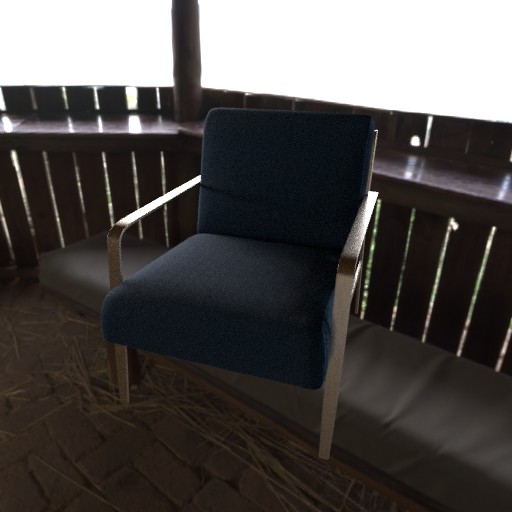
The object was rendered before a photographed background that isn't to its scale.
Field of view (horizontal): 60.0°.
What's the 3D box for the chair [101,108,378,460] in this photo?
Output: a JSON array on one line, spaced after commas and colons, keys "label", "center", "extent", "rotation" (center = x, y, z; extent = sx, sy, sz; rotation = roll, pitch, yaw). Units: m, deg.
[{"label": "chair", "center": [0.000, 0.000, 1.460], "extent": [0.692, 0.831, 0.859], "rotation": [9, 27, 17]}]
